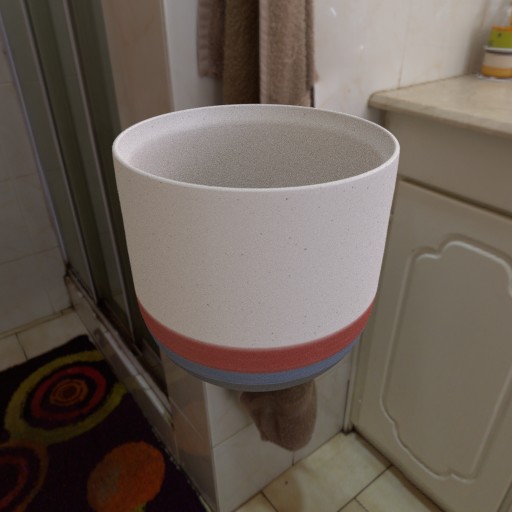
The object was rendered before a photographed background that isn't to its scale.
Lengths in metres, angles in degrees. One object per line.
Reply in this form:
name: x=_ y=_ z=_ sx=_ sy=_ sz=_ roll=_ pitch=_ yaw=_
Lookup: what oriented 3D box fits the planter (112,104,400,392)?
planter: x=0.000 y=0.000 z=0.494 sx=0.268 sy=0.270 sz=0.268 roll=0 pitch=31 yaw=0
